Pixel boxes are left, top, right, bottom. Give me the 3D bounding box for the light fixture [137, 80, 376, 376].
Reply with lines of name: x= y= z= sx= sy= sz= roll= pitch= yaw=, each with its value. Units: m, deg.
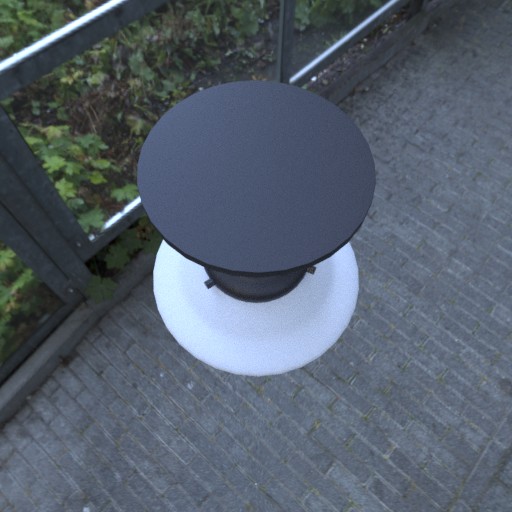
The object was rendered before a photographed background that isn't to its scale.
light fixture: x=0.000 y=0.000 z=0.394 sx=0.197 sy=0.254 sz=0.197 roll=0 pitch=63 yaw=0
